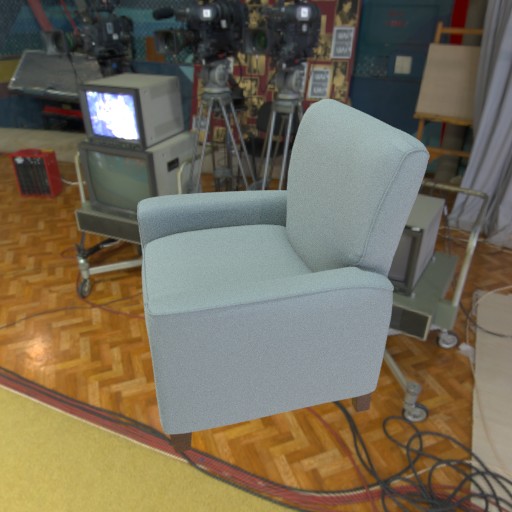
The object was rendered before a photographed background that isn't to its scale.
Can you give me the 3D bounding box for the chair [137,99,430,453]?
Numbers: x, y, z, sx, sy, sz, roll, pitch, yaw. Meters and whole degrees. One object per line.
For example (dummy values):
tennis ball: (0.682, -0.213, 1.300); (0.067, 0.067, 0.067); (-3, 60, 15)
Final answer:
chair: (0.000, 0.000, 1.646); (0.846, 1.007, 0.853); (-8, 31, -13)
